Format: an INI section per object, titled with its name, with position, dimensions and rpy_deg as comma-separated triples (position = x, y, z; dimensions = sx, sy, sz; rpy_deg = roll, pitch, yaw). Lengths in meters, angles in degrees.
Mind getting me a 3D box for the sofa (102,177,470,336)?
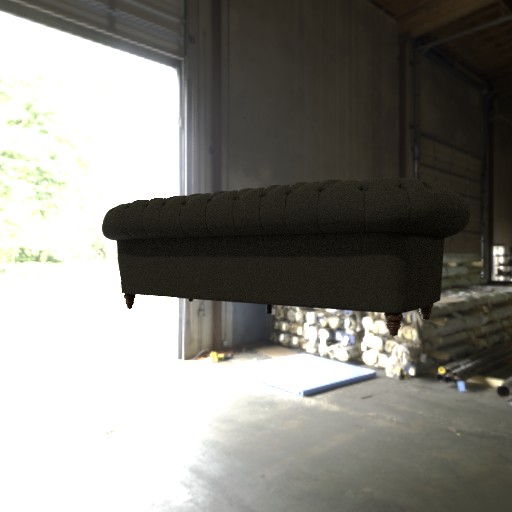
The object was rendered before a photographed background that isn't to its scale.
[sofa]
position = 0.000, 0.000, 2.814
dimensions = 2.362, 0.762, 0.991
rpy_deg = 0, 0, 34
